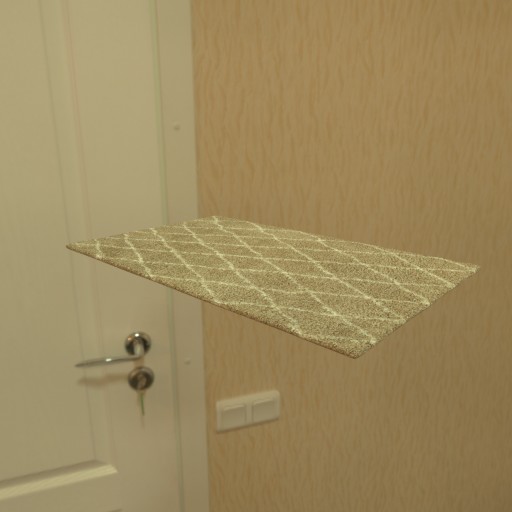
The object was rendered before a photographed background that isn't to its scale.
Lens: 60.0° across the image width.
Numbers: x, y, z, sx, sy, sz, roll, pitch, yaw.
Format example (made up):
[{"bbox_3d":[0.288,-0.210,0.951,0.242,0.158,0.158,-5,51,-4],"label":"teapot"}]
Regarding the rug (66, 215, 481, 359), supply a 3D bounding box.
[{"bbox_3d":[0.000,0.000,3.023,2.438,0.030,1.524,14,22,40],"label":"rug"}]
